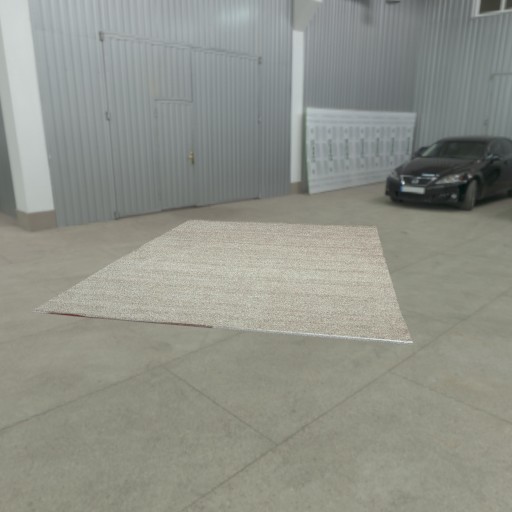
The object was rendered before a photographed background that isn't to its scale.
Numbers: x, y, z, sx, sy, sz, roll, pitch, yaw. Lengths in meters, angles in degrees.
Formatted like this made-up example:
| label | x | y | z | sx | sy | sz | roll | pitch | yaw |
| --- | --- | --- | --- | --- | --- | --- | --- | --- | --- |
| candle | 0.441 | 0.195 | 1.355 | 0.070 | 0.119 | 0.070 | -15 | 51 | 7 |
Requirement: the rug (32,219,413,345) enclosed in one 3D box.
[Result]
| label | x | y | z | sx | sy | sz | roll | pitch | yaw |
| --- | --- | --- | --- | --- | --- | --- | --- | --- | --- |
| rug | 0.000 | 0.000 | 4.227 | 2.434 | 0.045 | 3.202 | 3 | 16 | 11 |
